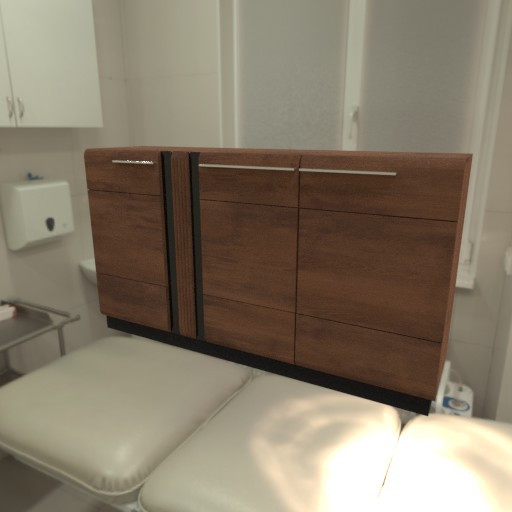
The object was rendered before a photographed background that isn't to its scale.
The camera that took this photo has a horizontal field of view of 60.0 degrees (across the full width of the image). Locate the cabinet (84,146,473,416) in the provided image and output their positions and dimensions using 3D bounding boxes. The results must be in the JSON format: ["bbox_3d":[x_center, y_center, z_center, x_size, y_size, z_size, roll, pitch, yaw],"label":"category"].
[{"bbox_3d":[0.000,0.000,1.952,1.600,0.900,0.420,8,18,27],"label":"cabinet"}]
